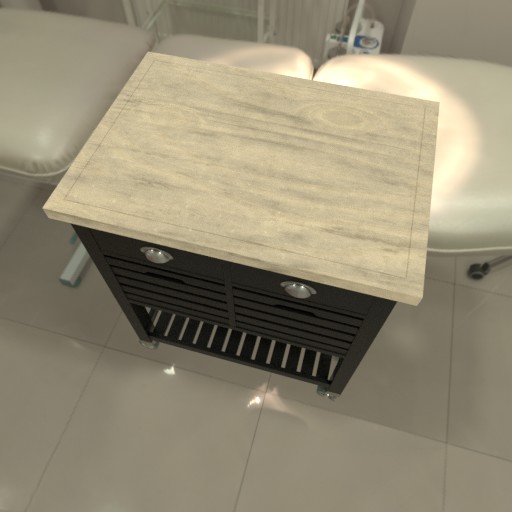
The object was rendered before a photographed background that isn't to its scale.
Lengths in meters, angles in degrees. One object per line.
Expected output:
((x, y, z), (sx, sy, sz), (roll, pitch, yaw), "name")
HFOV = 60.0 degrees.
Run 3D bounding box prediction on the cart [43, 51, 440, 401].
((0.000, 0.000, 1.410), (0.797, 0.920, 0.567), (13, 59, 8), "cart")
